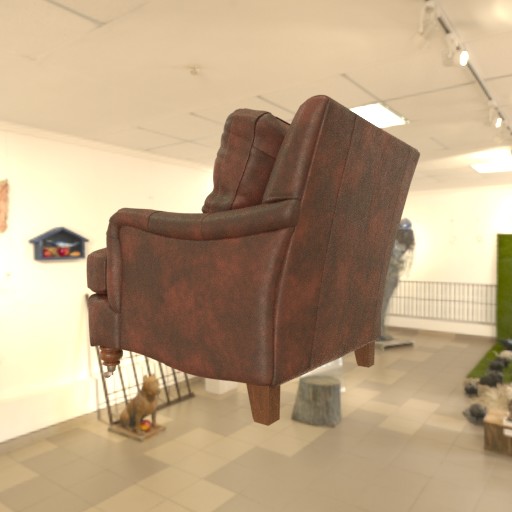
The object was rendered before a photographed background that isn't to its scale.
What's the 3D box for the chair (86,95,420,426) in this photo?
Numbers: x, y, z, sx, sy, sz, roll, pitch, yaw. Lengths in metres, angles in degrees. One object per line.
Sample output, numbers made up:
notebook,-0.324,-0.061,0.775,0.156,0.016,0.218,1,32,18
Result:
chair,0.000,0.000,1.929,1.156,1.051,0.987,1,2,36
